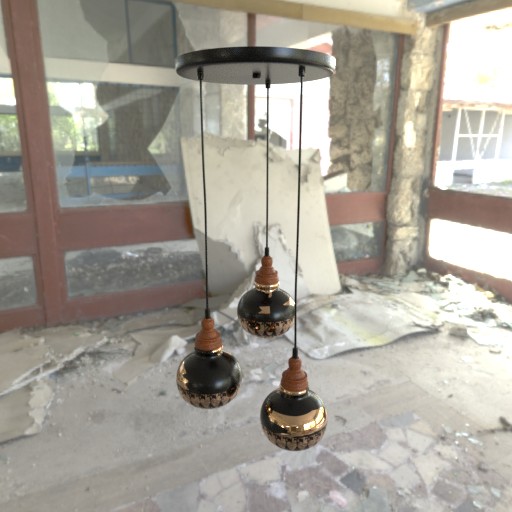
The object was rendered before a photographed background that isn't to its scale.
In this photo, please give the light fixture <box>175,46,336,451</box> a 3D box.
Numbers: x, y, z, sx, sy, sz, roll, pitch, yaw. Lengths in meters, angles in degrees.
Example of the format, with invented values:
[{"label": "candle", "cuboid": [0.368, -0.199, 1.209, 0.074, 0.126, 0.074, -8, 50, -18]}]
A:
[{"label": "light fixture", "cuboid": [0.000, 0.000, 1.753, 0.608, 1.410, 0.605, 2, 15, 9]}]
